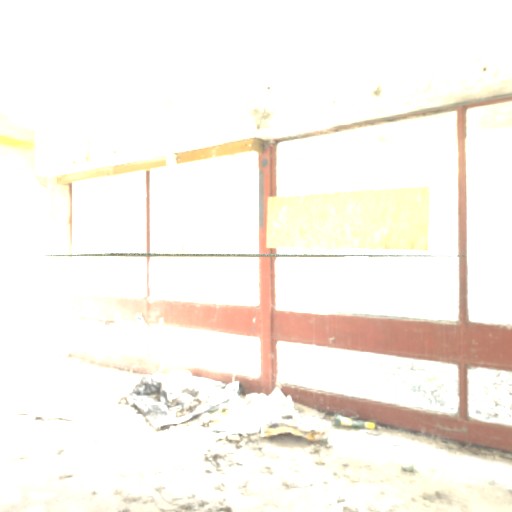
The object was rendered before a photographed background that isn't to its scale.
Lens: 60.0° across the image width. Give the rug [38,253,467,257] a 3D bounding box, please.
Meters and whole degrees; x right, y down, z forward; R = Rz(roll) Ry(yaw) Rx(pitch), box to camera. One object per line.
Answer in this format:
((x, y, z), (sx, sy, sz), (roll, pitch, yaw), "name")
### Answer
((0.000, 0.000, 2.161), (1.752, 0.006, 1.142), (0, 0, -35), "rug")
